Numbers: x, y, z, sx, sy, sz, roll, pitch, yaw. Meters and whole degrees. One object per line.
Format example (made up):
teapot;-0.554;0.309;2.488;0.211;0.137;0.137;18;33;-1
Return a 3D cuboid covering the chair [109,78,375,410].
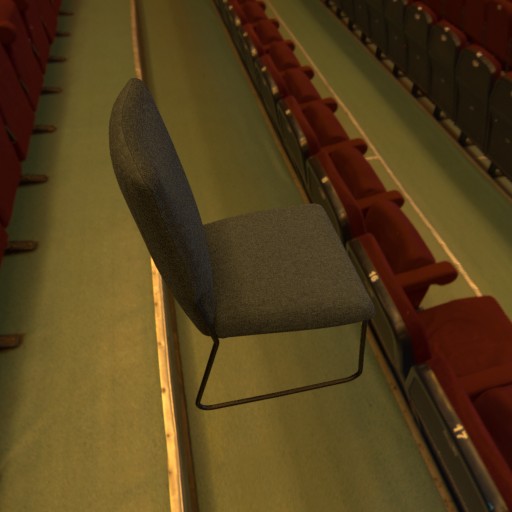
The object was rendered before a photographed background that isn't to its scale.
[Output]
chair;0.000;0.000;1.285;0.635;0.931;0.480;-9;47;-9
